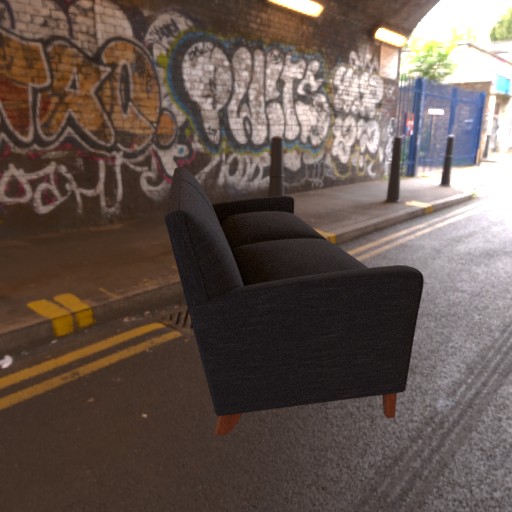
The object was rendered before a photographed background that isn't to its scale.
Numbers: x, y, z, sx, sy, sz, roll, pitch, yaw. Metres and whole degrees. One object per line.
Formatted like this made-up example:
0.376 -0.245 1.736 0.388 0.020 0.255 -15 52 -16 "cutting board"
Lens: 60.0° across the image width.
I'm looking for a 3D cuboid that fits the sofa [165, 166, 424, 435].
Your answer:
0.000 0.000 2.436 0.875 0.846 1.976 -2 16 -9 "sofa"
